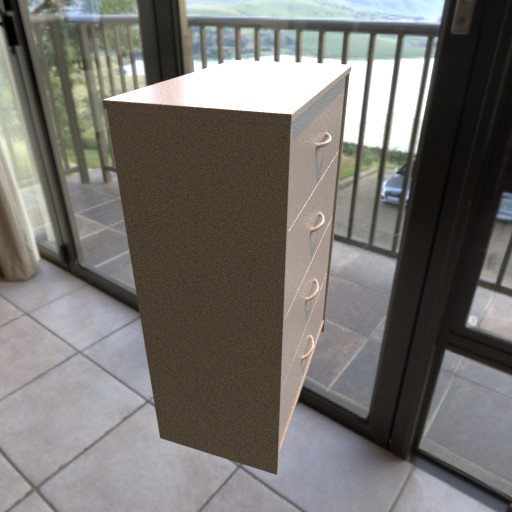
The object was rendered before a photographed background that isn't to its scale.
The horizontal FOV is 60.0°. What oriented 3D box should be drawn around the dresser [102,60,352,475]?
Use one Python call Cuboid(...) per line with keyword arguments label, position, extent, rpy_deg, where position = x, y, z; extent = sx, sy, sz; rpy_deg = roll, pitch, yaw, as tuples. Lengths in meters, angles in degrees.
Cuboid(label="dresser", position=(0.000, 0.000, 1.362), extent=(0.401, 1.021, 0.704), rpy_deg=(10, 31, 16))
